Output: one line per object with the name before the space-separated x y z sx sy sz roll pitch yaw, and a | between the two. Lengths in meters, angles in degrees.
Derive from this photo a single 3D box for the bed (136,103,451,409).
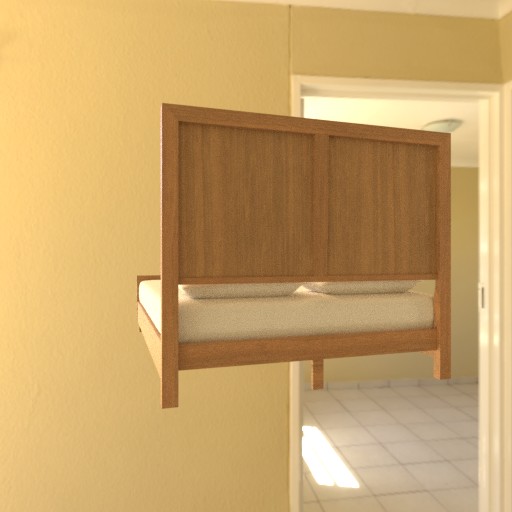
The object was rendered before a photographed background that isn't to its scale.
bed | 0.000 0.000 3.295 1.606 1.387 2.184 0 0 -18
